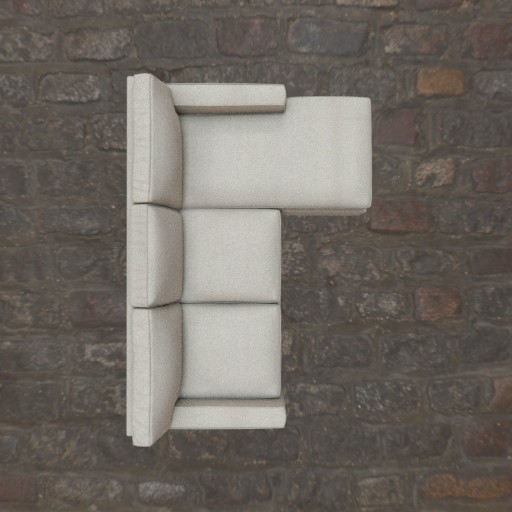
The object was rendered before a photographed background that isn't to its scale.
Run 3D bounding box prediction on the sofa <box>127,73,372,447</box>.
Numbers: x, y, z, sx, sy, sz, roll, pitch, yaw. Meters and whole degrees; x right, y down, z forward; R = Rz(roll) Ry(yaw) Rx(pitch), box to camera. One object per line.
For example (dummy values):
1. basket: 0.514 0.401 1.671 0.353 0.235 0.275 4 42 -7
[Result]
1. sofa: 0.000 0.000 2.795 1.496 0.861 2.087 0 90 0
